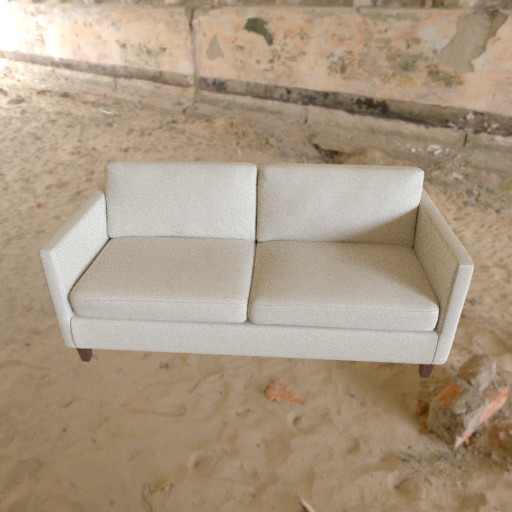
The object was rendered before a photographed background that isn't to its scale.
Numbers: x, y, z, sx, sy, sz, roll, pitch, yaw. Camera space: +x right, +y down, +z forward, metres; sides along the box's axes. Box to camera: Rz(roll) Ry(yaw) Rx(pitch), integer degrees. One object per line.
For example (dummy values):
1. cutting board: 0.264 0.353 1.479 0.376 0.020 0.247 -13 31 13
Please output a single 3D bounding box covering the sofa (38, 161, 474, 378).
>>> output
1. sofa: 0.000 0.000 2.479 1.981 0.889 0.965 2 31 3
